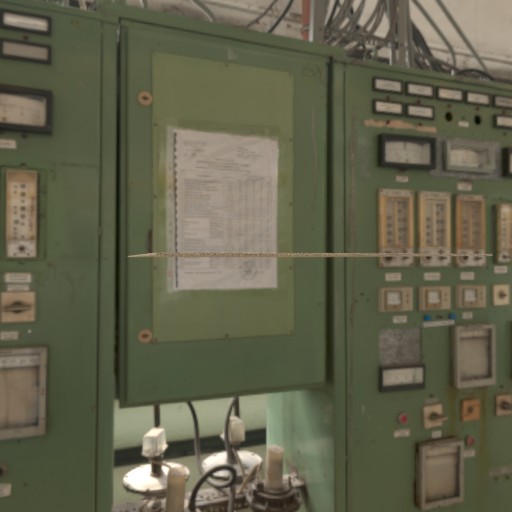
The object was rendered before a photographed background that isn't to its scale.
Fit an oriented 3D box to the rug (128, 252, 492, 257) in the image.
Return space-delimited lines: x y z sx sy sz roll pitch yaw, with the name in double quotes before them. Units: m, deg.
"rug" 0.000 0.000 2.185 1.142 0.006 1.752 0 0 -18
